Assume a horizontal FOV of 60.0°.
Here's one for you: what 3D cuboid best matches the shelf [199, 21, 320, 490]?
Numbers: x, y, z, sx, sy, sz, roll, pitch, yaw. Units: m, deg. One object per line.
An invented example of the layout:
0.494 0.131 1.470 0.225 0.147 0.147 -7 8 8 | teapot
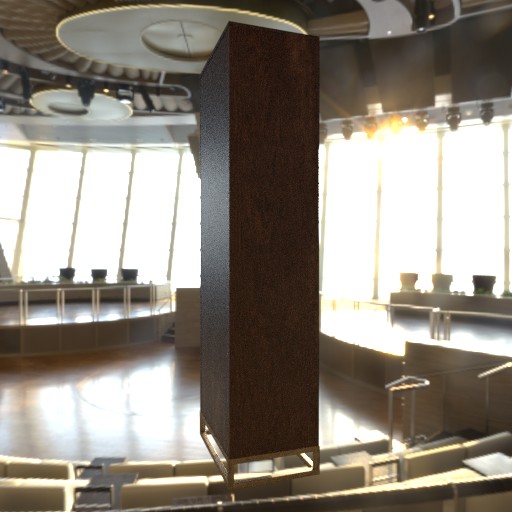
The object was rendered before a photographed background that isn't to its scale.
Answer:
0.000 0.000 1.951 0.395 1.732 0.539 0 1 -19 | shelf
